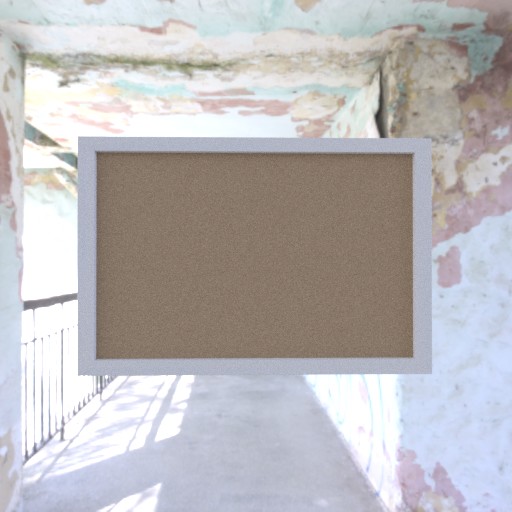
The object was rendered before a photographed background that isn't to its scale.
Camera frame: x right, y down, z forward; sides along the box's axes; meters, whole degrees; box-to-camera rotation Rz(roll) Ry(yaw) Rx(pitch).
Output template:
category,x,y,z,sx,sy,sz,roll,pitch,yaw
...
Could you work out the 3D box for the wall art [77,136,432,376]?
category,x,y,z,sx,sy,sz,roll,pitch,yaw
wall art,0.000,0.000,1.447,1.144,0.767,0.038,0,0,-1
